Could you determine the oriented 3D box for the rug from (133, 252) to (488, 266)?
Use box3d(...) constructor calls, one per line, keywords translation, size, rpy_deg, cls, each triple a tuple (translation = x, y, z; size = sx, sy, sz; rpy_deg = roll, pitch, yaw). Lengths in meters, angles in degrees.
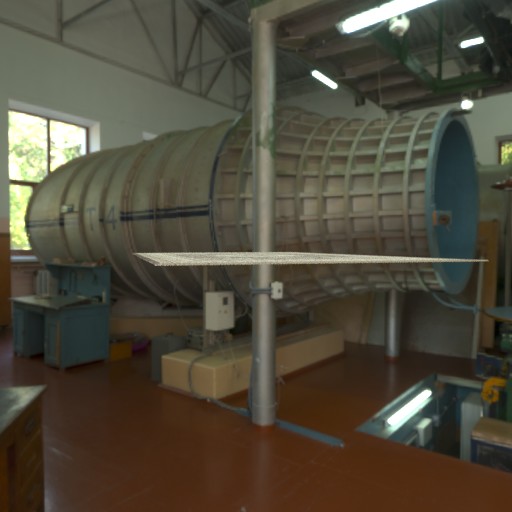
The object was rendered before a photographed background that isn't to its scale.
box3d(translation=(0.000, 0.000, 4.197), size=(2.143, 0.015, 3.422), rpy_deg=(0, 2, -18), cls="rug")
